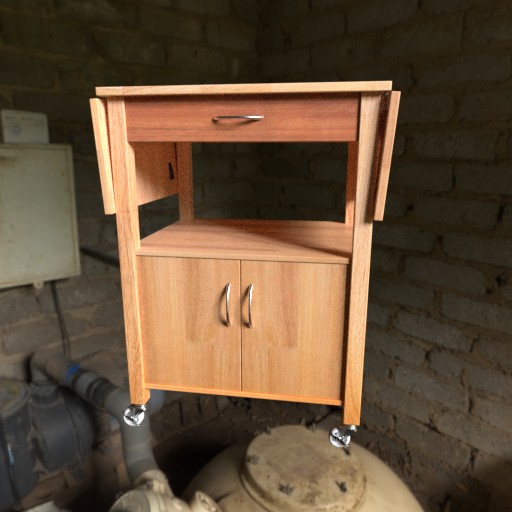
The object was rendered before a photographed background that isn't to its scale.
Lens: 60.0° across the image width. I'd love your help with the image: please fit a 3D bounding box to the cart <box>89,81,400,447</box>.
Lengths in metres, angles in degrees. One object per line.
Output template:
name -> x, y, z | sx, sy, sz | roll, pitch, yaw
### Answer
cart -> 0.000, 0.000, 1.234 | 0.640, 0.838, 0.508 | 2, 14, 9
